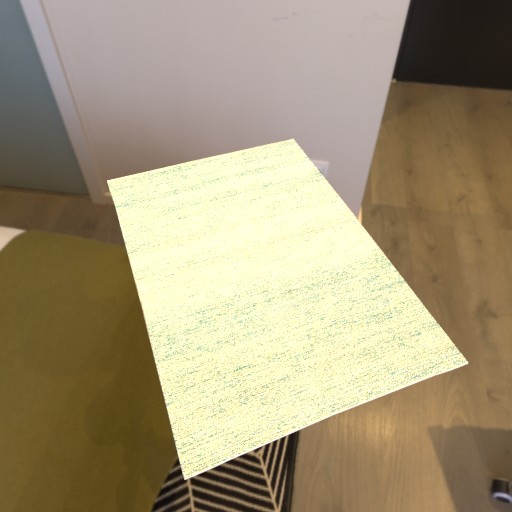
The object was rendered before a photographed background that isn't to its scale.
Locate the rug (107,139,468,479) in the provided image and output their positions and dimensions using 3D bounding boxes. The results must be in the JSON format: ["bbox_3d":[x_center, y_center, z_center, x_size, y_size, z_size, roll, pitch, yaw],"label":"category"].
[{"bbox_3d":[0.000,0.000,2.918,1.593,0.029,2.305,-16,50,-14],"label":"rug"}]
